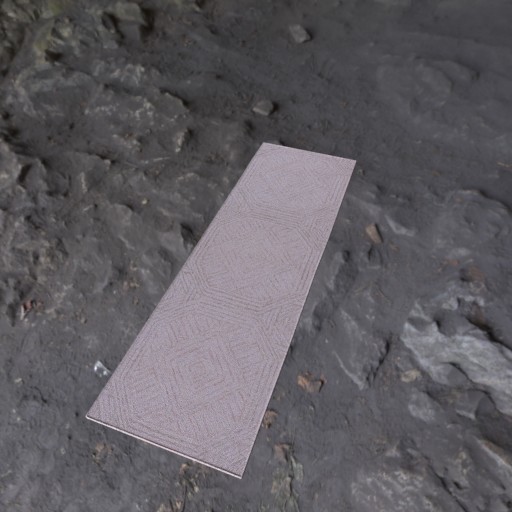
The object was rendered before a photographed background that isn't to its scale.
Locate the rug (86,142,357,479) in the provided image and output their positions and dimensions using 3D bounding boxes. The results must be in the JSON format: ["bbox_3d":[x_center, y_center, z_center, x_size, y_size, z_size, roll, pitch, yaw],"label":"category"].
[{"bbox_3d":[0.000,0.000,2.729,0.775,0.012,2.452,15,48,14],"label":"rug"}]
